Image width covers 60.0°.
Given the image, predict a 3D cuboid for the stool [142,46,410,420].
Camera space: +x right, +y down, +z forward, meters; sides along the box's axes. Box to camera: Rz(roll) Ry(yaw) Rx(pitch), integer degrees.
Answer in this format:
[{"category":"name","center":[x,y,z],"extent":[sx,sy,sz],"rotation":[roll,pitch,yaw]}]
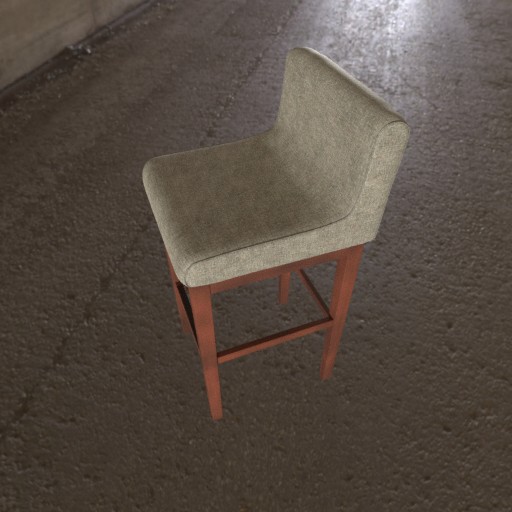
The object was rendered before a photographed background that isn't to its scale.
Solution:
[{"category":"stool","center":[0.000,0.000,1.254],"extent":[0.499,0.965,0.426],"rotation":[-15,47,-15]}]
